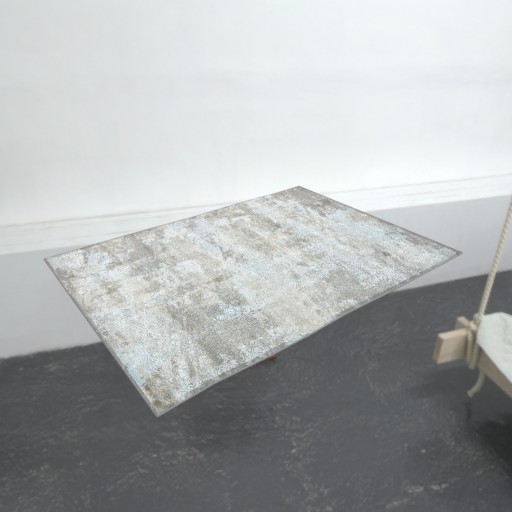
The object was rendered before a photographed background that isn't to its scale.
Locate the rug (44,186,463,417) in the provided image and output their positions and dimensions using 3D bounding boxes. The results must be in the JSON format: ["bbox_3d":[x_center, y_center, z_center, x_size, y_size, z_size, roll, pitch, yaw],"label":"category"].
[{"bbox_3d":[0.000,0.000,4.306,3.307,0.013,2.393,-21,35,-32],"label":"rug"}]
